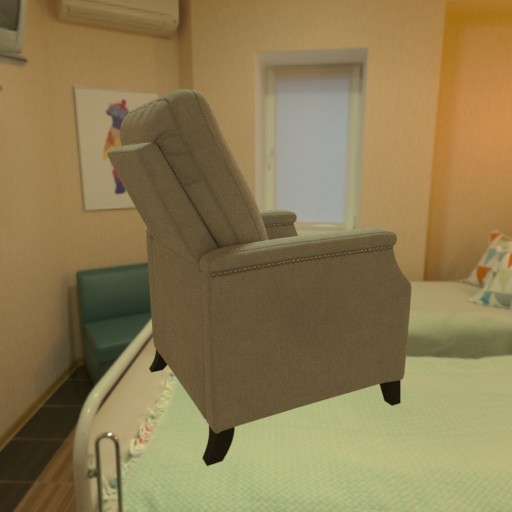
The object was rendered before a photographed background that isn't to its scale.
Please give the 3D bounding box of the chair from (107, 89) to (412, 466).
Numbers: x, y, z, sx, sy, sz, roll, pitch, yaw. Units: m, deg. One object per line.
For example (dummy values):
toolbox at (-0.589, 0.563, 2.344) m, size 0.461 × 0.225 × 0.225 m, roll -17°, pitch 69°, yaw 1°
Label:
chair at (0.000, 0.000, 1.616) m, size 0.922 × 1.049 × 0.710 m, roll -6°, pitch 14°, yaw -26°
